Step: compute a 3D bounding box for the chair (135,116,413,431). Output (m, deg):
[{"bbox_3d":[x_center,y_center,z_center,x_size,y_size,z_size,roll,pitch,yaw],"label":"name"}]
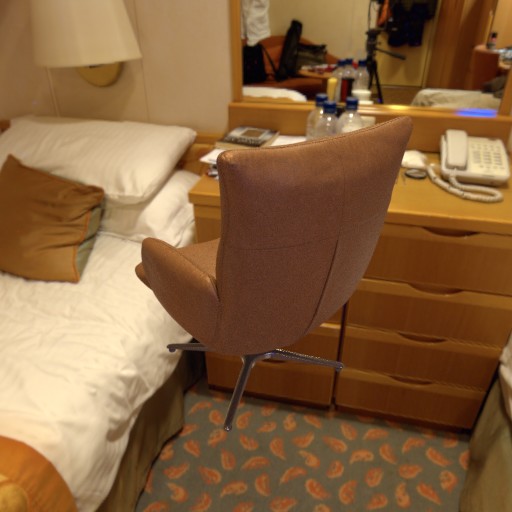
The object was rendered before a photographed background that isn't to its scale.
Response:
[{"bbox_3d":[0.000,0.000,1.575,0.711,1.027,0.794,-19,36,-28],"label":"chair"}]
